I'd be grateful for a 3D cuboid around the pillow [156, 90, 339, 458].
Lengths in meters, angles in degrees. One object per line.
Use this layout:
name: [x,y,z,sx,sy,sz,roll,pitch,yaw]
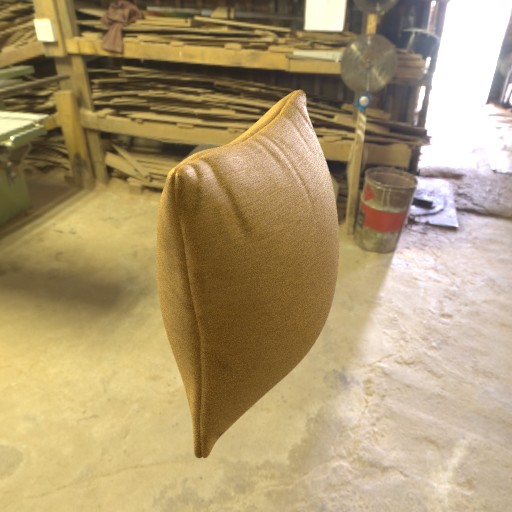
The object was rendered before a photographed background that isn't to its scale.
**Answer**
pillow: [0.000,0.000,0.677,0.247,0.417,0.435,11,32,17]
